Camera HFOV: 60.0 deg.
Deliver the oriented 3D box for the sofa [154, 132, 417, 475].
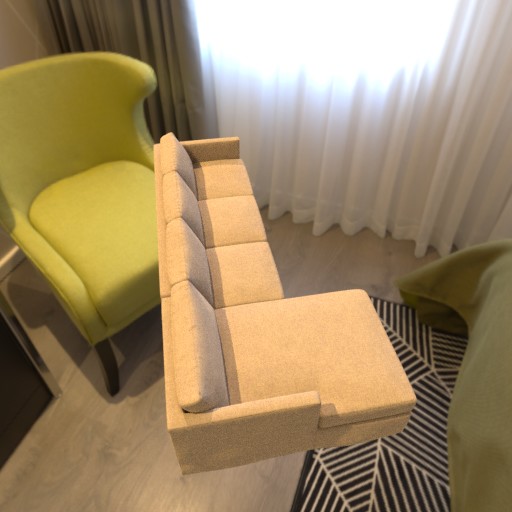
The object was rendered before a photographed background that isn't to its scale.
[{"bbox_3d":[0.000,0.000,3.919,1.638,0.920,3.198,-8,45,-8],"label":"sofa"}]
